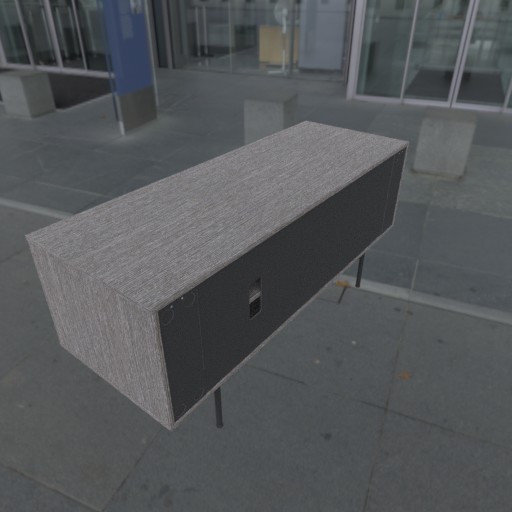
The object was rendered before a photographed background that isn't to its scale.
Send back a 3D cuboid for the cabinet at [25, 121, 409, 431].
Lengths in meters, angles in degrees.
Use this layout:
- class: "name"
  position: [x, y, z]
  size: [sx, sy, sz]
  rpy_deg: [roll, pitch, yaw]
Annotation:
- class: "cabinet"
  position: [0.000, 0.000, 1.584]
  size: [0.500, 0.599, 1.300]
  rpy_deg: [23, 39, 31]
